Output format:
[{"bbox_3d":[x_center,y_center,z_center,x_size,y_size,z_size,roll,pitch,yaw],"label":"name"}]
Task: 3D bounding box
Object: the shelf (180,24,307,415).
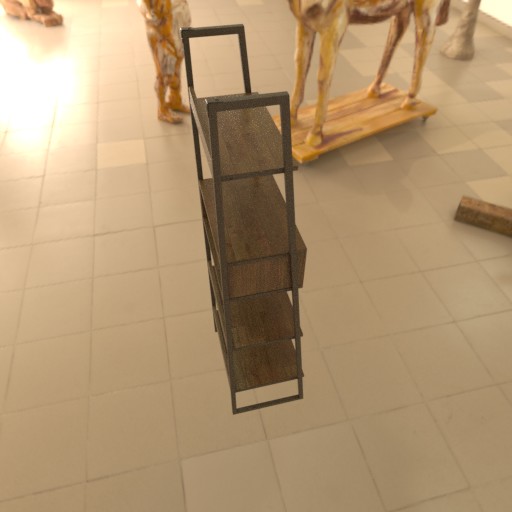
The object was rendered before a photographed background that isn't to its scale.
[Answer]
[{"bbox_3d":[0.000,0.000,2.254,0.454,2.005,0.652,-10,46,-10],"label":"shelf"}]
